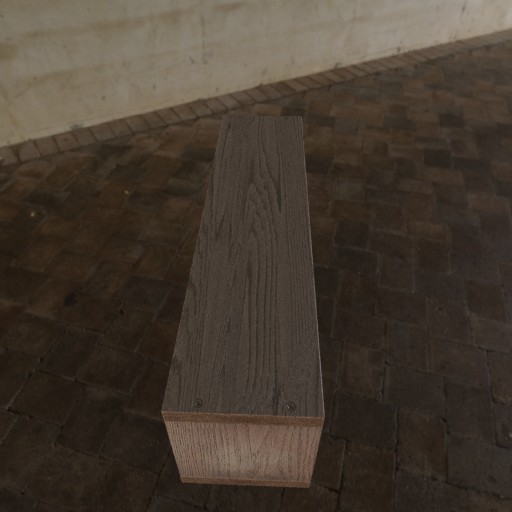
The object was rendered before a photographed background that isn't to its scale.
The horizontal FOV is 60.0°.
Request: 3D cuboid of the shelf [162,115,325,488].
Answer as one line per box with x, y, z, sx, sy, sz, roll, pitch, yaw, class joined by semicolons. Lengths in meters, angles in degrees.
0.000;0.000;0.687;0.150;0.170;0.610;2;43;2;shelf
